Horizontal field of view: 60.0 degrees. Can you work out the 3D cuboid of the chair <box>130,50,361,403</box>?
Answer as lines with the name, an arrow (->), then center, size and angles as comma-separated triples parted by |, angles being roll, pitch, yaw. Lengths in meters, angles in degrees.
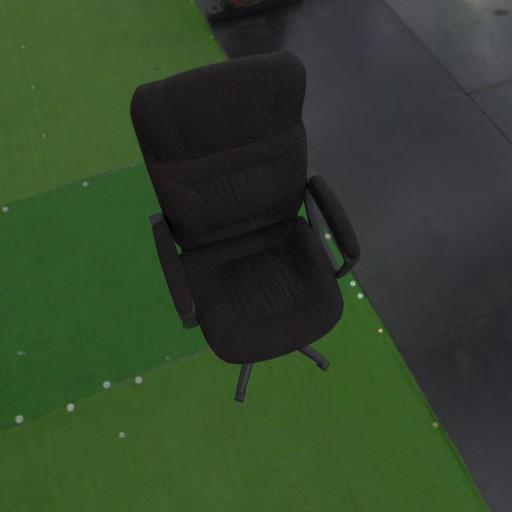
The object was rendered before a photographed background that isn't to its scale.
chair -> 0.000, 0.000, 1.553 | 0.667, 1.105, 0.724 | -18, 63, -9
